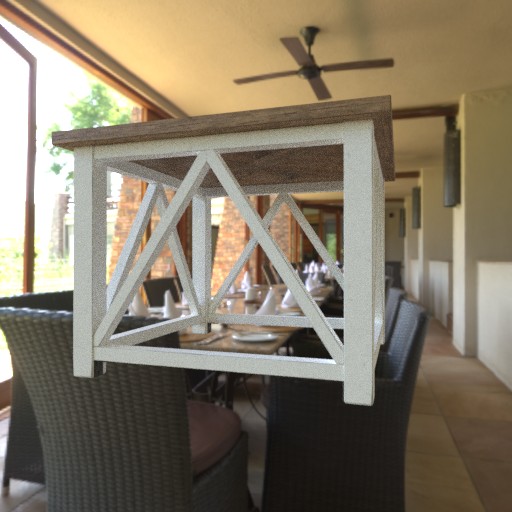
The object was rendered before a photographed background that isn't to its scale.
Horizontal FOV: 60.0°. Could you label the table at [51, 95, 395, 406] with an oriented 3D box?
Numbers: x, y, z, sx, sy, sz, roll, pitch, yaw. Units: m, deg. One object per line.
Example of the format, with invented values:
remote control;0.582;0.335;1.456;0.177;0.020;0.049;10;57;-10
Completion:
table;0.000;0.000;1.177;0.700;0.532;0.700;0;0;18
